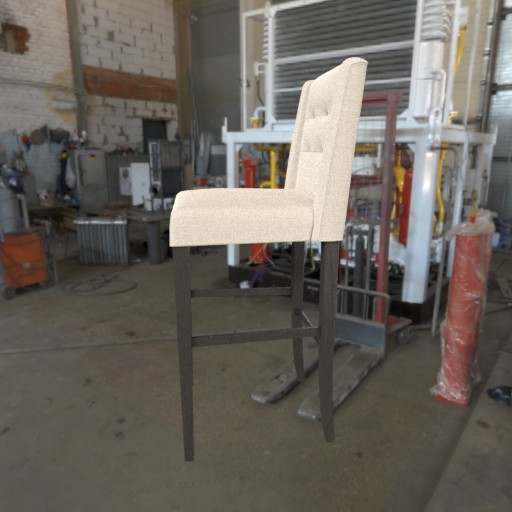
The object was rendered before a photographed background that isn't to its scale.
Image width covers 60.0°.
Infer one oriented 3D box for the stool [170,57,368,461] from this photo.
[{"bbox_3d":[0.000,0.000,1.404,0.509,1.116,0.474,-2,14,-8],"label":"stool"}]
